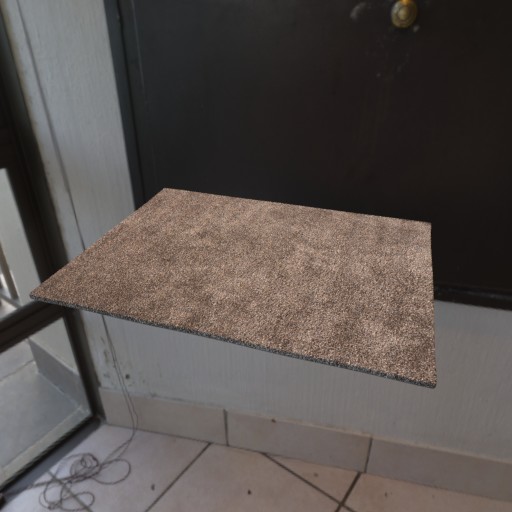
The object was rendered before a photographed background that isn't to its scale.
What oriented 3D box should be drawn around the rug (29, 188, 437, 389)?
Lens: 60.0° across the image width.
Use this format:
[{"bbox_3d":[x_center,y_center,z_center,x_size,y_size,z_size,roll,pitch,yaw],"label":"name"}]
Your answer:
[{"bbox_3d":[0.000,0.000,2.118,1.601,0.025,1.198,9,32,15],"label":"rug"}]
